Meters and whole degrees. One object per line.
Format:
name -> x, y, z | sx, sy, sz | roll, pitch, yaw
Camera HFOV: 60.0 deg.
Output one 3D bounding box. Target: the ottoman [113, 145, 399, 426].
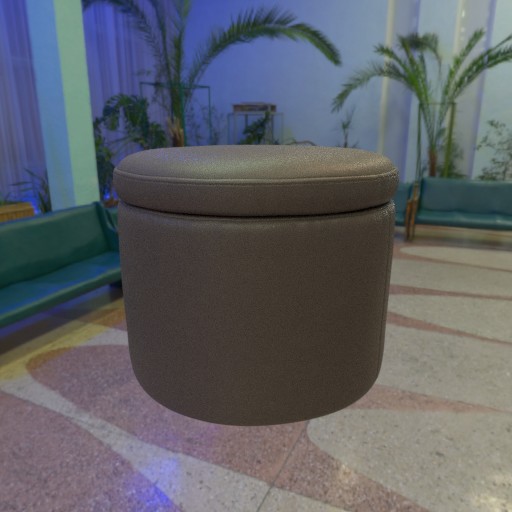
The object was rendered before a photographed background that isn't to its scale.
ottoman -> 0.000, 0.000, 0.851 | 0.500, 0.409, 0.500 | 0, 16, 0
